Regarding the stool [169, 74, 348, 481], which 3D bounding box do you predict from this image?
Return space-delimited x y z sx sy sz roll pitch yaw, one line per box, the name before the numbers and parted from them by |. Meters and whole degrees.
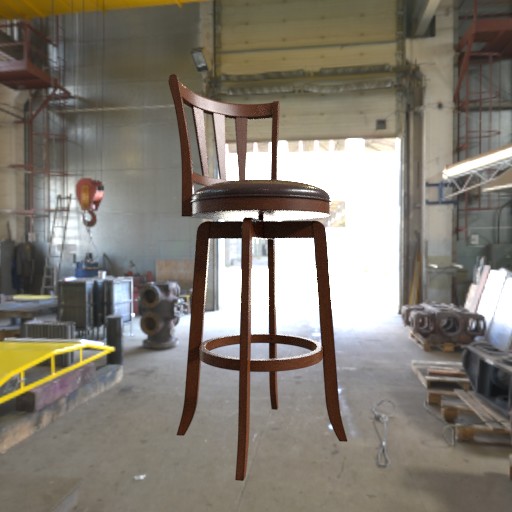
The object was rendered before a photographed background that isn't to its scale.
stool | 0.000 0.000 1.452 0.464 1.177 0.503 -1 1 -36
